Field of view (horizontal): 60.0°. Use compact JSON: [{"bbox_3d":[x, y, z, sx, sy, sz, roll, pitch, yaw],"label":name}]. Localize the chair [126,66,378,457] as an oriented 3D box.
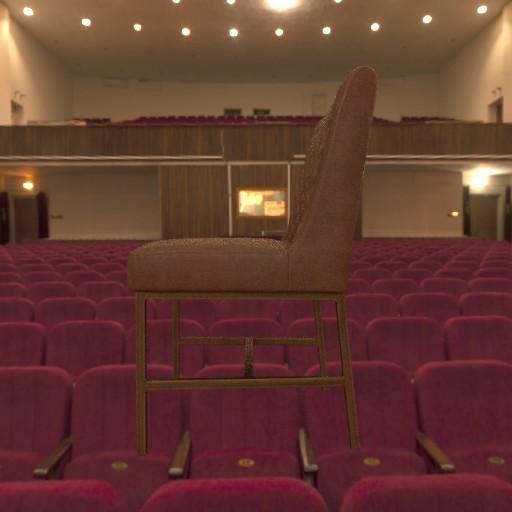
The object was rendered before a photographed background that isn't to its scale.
[{"bbox_3d":[0.000,0.000,1.226,0.587,0.889,0.508,0,2,-1],"label":"chair"}]
